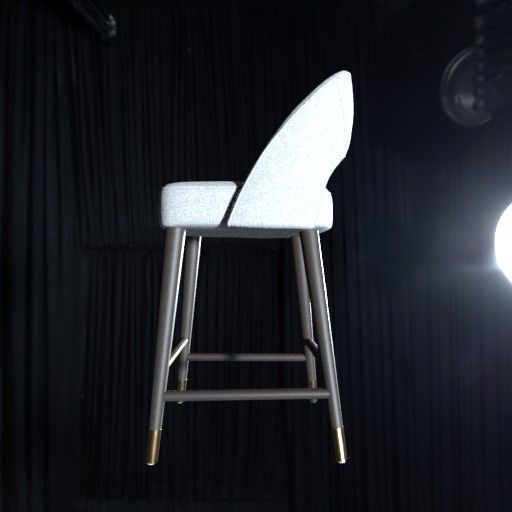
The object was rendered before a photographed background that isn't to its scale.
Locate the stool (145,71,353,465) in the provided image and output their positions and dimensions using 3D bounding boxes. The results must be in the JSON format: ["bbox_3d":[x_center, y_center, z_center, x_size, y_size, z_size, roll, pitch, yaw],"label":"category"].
[{"bbox_3d":[0.000,0.000,1.224,0.509,0.940,0.494,0,0,-1],"label":"stool"}]
